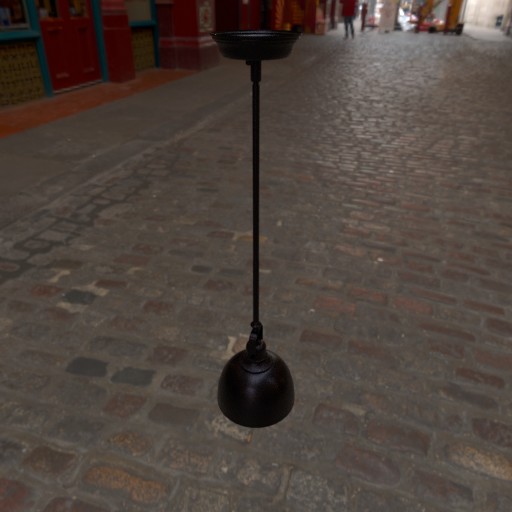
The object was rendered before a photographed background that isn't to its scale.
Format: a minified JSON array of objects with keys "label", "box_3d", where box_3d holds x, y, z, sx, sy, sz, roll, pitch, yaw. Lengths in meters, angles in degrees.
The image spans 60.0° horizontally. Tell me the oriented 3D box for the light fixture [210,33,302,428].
[{"label":"light fixture","box_3d":[0.000,0.000,0.851,0.182,0.768,0.182,9,32,15]}]
